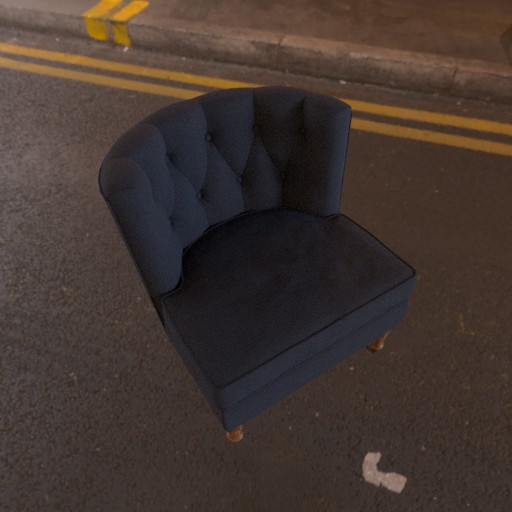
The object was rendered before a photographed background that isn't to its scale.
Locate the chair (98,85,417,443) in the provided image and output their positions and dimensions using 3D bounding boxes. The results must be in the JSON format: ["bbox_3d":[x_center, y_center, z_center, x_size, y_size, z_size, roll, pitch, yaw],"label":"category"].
[{"bbox_3d":[0.000,0.000,1.367,0.740,0.771,0.718,-26,52,-22],"label":"chair"}]
